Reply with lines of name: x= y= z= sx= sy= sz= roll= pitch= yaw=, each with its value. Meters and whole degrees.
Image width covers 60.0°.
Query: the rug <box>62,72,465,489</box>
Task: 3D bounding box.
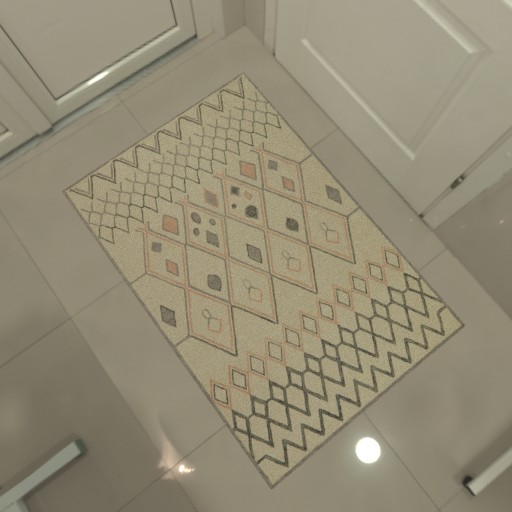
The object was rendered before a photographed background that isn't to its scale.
rug: x=0.000 y=0.000 z=2.284 sx=1.219 sy=0.016 sz=1.829 roll=-36 pitch=78 yaw=-9
